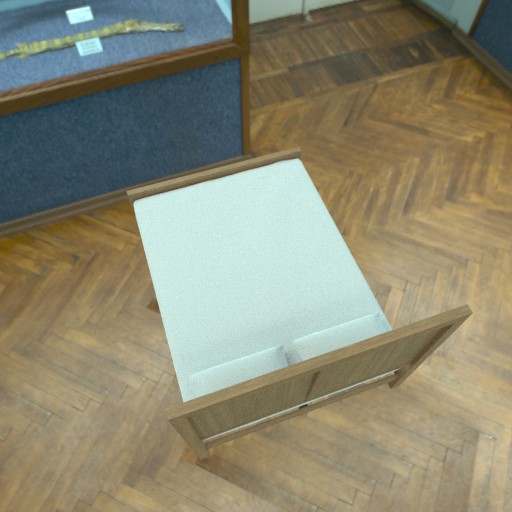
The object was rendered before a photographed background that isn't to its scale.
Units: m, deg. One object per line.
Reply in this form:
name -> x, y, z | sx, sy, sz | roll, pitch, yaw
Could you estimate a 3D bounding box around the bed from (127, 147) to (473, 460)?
bed -> 0.000, 0.000, 3.273 | 1.606, 1.387, 2.184 | -17, 60, -10
